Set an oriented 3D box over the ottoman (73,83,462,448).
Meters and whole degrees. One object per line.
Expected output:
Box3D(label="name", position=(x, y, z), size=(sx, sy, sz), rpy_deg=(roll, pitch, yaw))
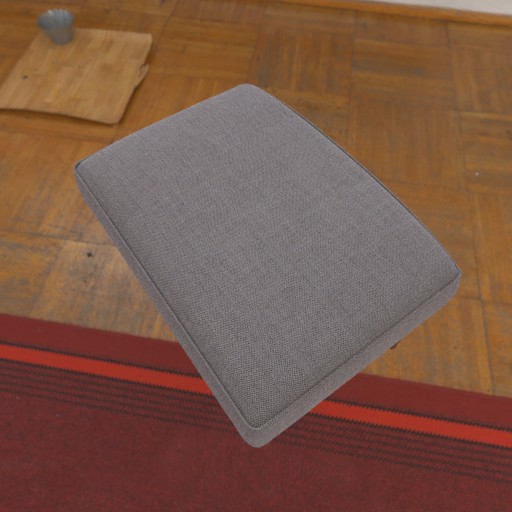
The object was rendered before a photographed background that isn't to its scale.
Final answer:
Box3D(label="ottoman", position=(0.000, 0.000, 1.094), size=(0.555, 0.458, 0.750), rpy_deg=(-31, 62, -18))
